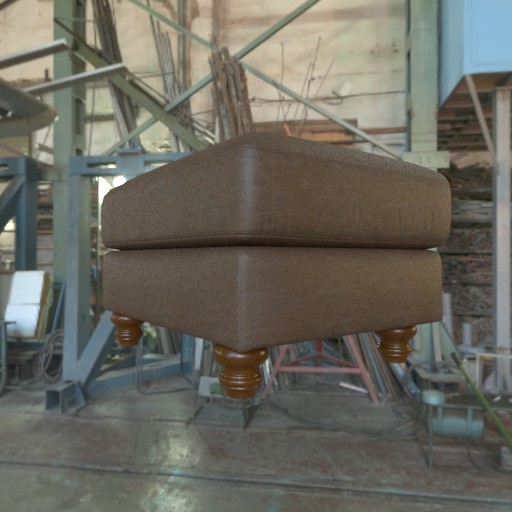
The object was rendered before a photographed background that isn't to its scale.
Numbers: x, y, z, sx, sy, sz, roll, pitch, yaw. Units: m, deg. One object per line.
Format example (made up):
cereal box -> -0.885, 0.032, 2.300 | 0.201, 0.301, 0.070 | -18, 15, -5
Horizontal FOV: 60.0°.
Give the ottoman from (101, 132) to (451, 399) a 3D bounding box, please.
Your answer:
ottoman -> 0.000, 0.000, 1.180 | 0.635, 0.508, 0.787 | 0, 0, -36
